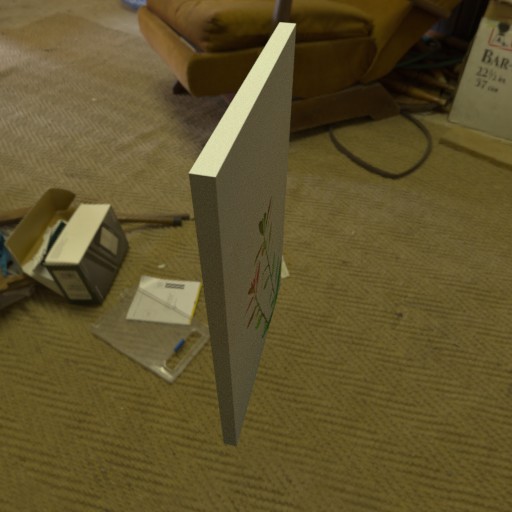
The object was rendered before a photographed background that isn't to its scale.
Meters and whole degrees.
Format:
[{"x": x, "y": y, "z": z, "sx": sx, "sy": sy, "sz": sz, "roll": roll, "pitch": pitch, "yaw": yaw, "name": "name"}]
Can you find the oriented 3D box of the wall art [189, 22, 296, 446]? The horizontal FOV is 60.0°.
[{"x": 0.000, "y": 0.000, "z": 1.131, "sx": 0.039, "sy": 0.915, "sz": 0.612, "roll": 10, "pitch": 46, "yaw": 10, "name": "wall art"}]
